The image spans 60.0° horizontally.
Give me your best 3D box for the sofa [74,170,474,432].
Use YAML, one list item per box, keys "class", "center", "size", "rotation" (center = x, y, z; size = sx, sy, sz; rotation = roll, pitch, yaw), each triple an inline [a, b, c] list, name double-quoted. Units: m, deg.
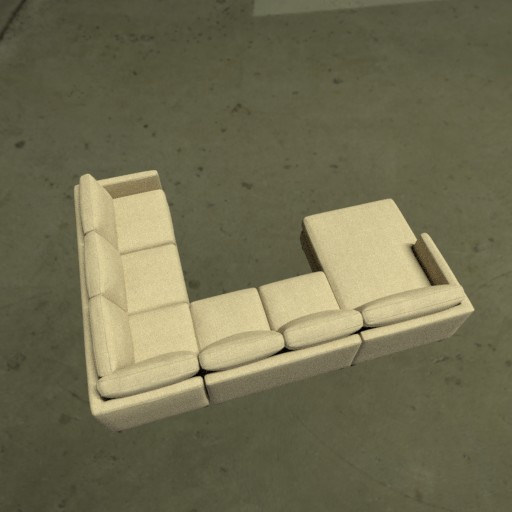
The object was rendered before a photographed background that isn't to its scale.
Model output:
- class: "sofa"
  center: [0.000, 0.000, 4.641]
  size: [3.460, 0.959, 2.593]
  rotation: [-13, 57, -9]
